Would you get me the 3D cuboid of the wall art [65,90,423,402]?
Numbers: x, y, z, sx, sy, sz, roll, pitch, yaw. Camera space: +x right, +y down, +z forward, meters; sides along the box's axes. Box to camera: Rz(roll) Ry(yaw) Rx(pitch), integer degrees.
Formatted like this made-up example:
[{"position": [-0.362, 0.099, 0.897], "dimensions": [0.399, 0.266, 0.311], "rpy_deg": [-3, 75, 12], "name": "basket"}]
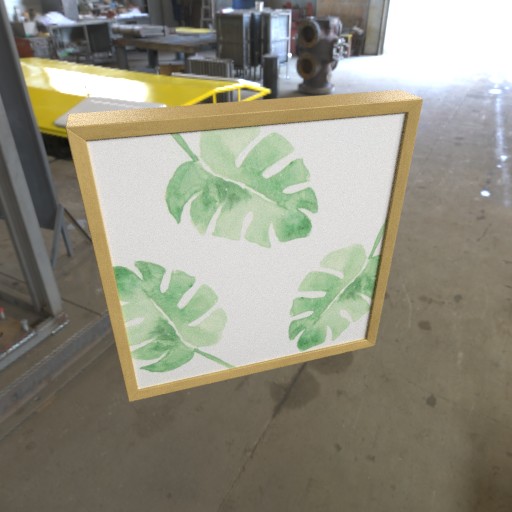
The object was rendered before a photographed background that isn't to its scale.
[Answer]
[{"position": [0.000, 0.000, 0.461], "dimensions": [0.305, 0.305, 0.038], "rpy_deg": [-9, 34, -14], "name": "wall art"}]
